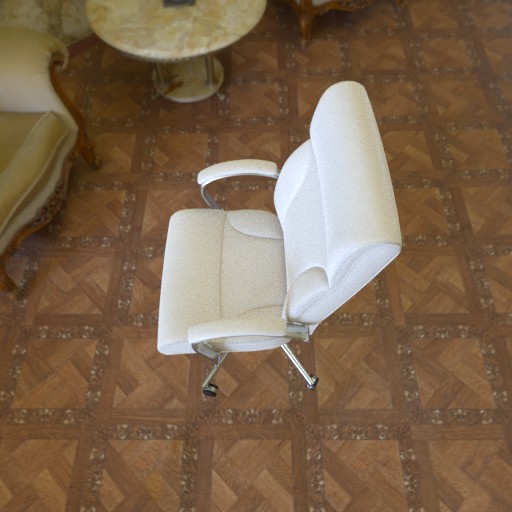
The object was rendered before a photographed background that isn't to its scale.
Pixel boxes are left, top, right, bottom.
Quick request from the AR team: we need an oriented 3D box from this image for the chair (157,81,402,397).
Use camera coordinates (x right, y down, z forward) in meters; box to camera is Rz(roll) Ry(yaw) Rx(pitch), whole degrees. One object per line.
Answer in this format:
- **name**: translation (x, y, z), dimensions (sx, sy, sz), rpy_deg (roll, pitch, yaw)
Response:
- **chair**: translation (0.000, 0.000, 1.586), dimensions (0.745, 1.099, 0.727), rpy_deg (-1, 58, -1)
